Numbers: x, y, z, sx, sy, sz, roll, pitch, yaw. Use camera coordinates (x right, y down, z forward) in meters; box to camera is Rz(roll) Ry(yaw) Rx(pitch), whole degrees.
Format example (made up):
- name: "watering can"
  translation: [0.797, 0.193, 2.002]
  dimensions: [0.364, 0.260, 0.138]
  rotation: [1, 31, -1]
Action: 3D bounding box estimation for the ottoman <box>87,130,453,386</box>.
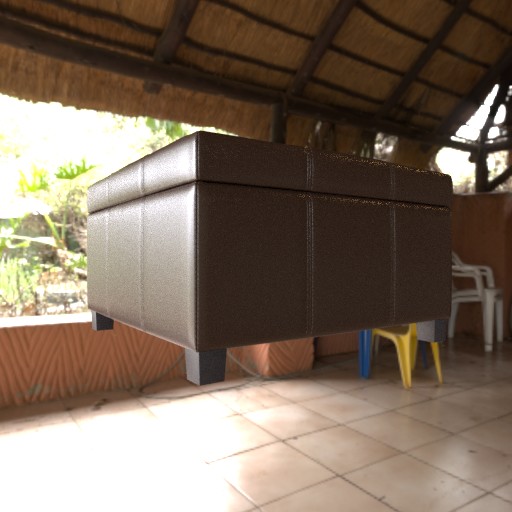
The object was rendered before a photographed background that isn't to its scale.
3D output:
- name: "ottoman"
  translation: [0.000, 0.000, 1.302]
  dimensions: [0.787, 0.460, 0.788]
  rotation: [0, 0, -34]
